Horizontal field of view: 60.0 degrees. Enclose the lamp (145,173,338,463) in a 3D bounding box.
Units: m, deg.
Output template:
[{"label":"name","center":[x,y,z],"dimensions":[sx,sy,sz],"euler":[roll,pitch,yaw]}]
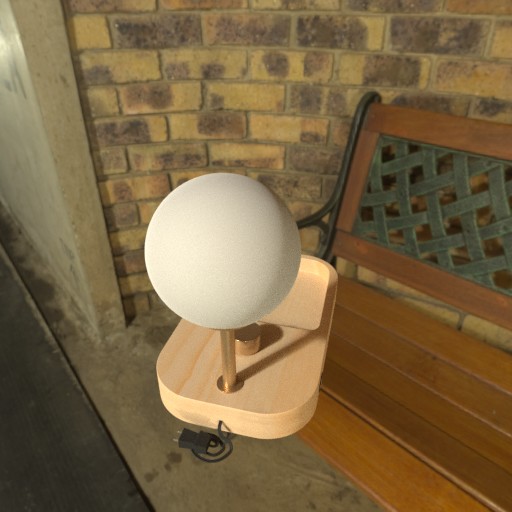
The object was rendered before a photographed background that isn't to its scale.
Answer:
[{"label":"lamp","center":[0.000,0.000,0.478],"dimensions":[0.173,0.253,0.331],"euler":[8,32,13]}]
